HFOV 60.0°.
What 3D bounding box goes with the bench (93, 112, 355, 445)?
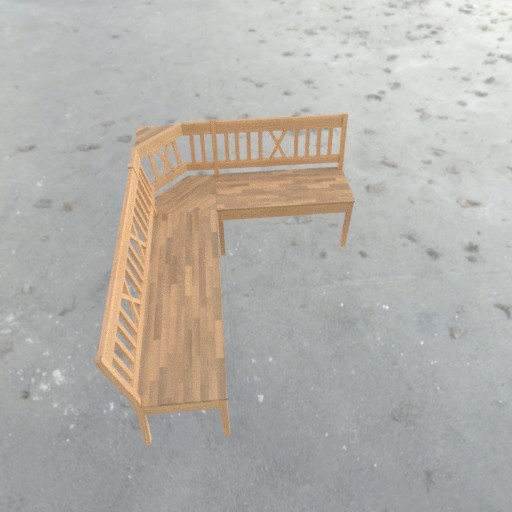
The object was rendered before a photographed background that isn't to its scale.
[{"bbox_3d":[0.000,0.000,2.866,1.537,0.902,1.937,-4,46,-4],"label":"bench"}]
